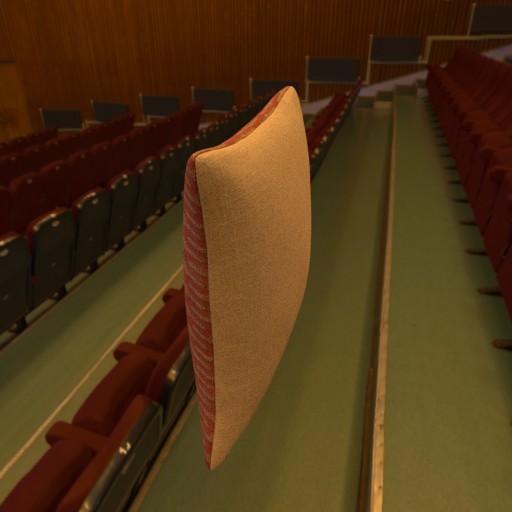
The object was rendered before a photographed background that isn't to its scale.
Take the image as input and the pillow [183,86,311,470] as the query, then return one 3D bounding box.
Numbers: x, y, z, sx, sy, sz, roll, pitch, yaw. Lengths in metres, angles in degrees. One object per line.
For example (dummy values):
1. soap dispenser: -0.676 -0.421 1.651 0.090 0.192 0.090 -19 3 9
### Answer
1. pillow: 0.000 0.000 0.787 0.182 0.503 0.511 7 30 13
